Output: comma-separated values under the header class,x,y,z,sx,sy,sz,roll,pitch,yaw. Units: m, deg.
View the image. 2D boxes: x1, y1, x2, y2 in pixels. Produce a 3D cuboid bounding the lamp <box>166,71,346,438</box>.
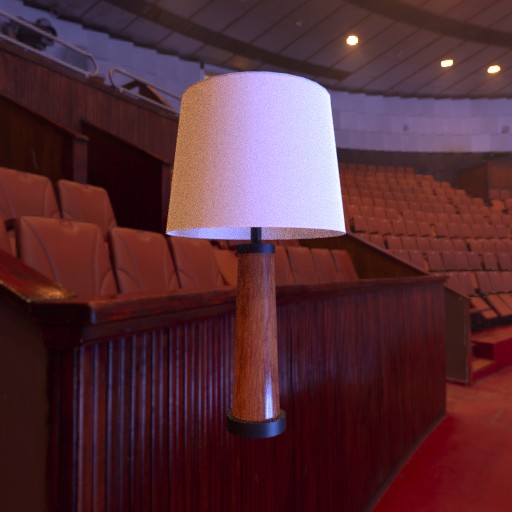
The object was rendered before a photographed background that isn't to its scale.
class,x,y,z,sx,sy,sz,roll,pitch,yaw
lamp,0.000,0.000,0.871,0.349,0.667,0.349,0,-1,0
